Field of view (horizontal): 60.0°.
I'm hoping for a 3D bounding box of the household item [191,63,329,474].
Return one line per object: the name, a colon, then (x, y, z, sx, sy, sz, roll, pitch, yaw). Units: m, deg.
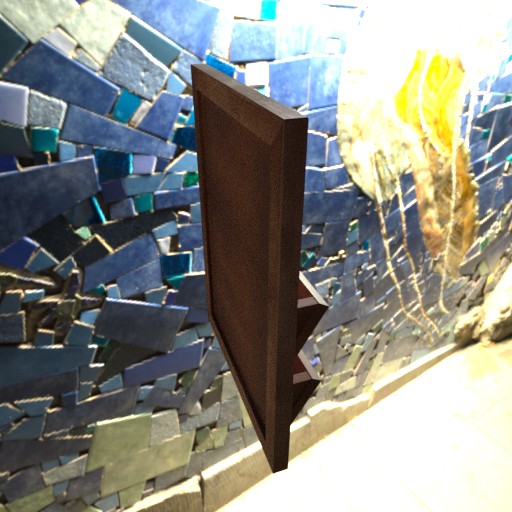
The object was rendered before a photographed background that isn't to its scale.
household item: (0.000, 0.000, 0.550, 0.067, 0.407, 0.310, -10, 32, -17)
